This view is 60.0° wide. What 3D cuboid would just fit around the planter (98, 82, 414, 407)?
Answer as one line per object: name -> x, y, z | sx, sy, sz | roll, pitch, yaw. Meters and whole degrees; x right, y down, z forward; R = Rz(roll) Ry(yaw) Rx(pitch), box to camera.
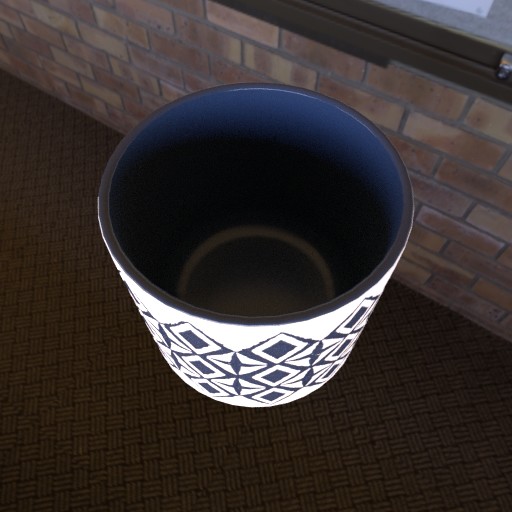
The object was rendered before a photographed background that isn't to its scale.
planter -> 0.000, 0.000, 0.326 | 0.182, 0.165, 0.182 | 0, 58, 0
